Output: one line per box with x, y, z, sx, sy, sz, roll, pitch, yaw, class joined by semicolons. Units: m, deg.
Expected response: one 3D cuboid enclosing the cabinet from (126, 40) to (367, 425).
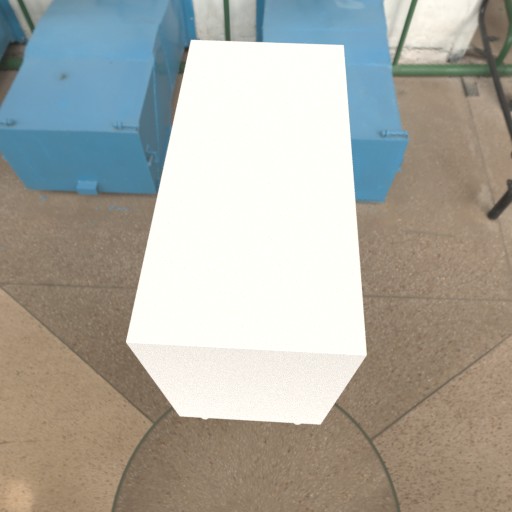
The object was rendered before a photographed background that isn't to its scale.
0.000;0.000;1.237;0.398;0.761;0.800;3;59;2;cabinet
